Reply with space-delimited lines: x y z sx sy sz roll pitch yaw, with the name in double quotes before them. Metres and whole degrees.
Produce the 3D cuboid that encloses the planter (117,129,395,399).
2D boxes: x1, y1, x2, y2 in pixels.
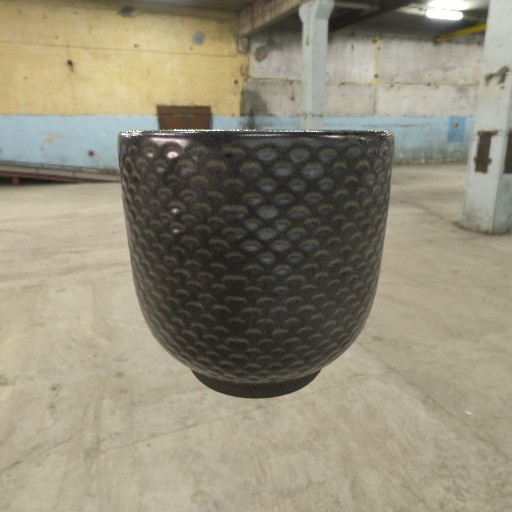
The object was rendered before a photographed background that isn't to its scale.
"planter" 0.000 0.000 0.351 0.197 0.191 0.197 0 15 0
